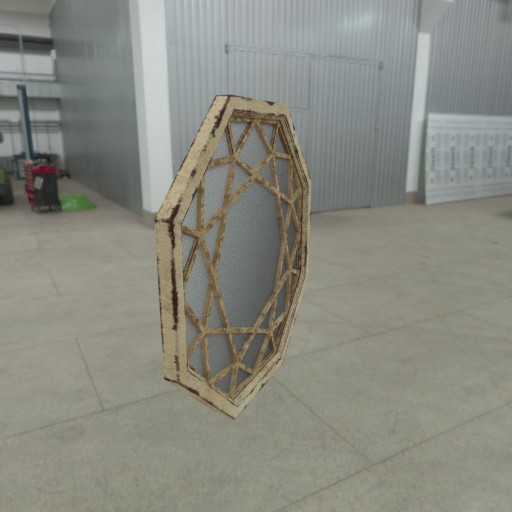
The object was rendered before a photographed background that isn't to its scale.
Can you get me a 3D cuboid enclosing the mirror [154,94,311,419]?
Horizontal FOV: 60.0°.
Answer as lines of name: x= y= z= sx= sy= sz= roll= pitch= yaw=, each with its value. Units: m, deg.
mirror: x=0.000 y=0.000 z=0.974 sx=0.031 sy=0.648 sz=0.648 roll=7 pitch=17 yaw=24
